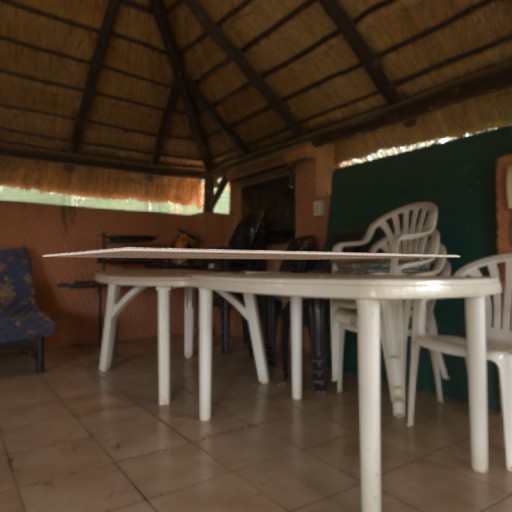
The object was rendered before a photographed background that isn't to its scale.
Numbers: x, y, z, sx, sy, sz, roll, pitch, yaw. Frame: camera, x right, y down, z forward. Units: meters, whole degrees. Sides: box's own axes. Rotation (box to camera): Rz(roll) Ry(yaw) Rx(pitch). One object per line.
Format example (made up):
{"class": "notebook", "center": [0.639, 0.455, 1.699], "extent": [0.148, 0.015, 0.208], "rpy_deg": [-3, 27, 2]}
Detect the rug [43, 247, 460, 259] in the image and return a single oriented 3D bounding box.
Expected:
{"class": "rug", "center": [0.000, 0.000, 2.317], "extent": [1.824, 0.012, 1.206], "rpy_deg": [1, -1, -36]}
